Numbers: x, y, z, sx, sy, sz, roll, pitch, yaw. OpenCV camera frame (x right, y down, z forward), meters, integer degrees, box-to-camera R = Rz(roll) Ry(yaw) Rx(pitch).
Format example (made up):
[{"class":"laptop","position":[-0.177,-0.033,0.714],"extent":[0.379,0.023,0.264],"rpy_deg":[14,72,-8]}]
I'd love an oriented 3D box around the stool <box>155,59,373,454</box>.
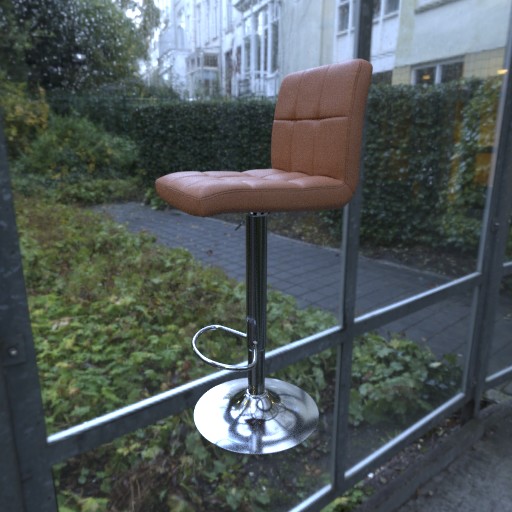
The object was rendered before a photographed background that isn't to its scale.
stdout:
[{"class":"stool","position":[0.000,0.000,1.369],"extent":[0.505,1.115,0.430],"rpy_deg":[-8,17,-25]}]
